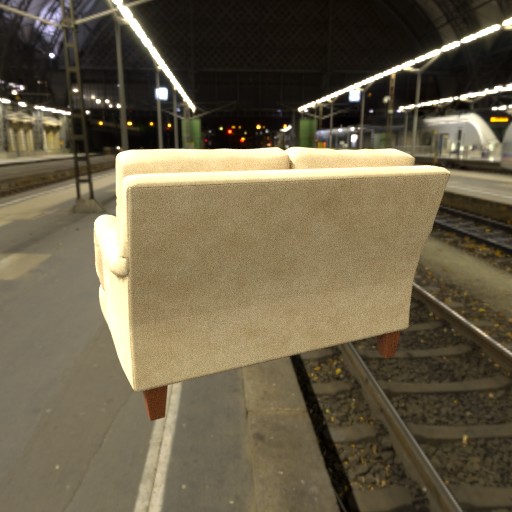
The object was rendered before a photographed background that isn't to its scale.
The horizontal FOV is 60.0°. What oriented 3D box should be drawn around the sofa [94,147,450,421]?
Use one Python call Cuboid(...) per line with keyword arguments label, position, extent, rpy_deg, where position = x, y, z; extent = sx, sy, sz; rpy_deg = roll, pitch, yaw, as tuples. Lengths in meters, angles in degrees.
Cuboid(label="sofa", position=(0.000, 0.000, 2.269), extent=(1.498, 1.087, 1.086), rpy_deg=(-7, 16, -25))
